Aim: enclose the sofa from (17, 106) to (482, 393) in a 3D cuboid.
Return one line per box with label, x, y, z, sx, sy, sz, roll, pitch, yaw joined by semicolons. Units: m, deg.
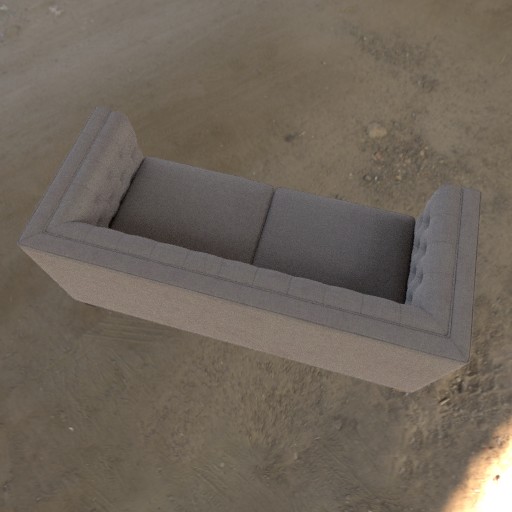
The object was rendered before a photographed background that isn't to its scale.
sofa;0.000;0.000;2.155;1.778;0.762;0.775;14;65;7
